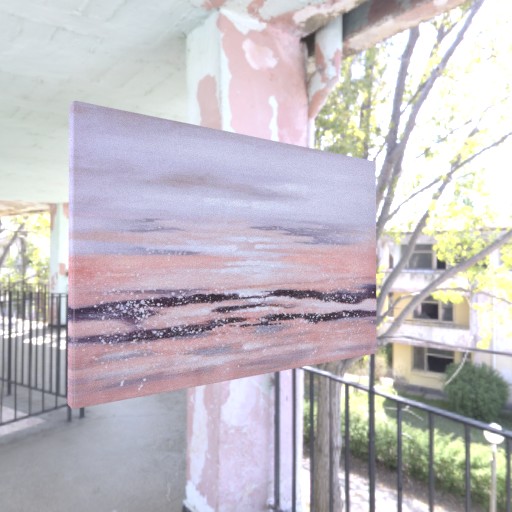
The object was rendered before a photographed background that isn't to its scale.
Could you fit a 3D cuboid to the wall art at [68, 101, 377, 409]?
[{"bbox_3d":[0.000,0.000,1.152,0.913,0.609,0.038,1,-1,-36],"label":"wall art"}]
